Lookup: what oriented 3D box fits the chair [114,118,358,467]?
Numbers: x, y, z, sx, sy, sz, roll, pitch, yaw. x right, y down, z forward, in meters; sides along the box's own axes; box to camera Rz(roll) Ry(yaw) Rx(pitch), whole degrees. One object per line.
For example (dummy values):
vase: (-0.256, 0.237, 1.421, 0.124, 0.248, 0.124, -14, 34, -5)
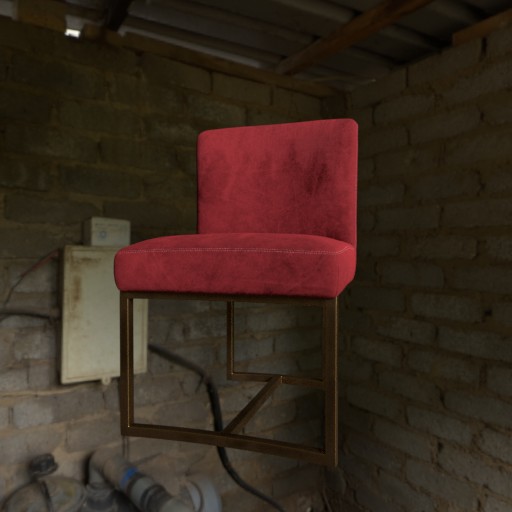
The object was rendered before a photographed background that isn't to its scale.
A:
chair: (0.000, 0.000, 1.187, 0.530, 0.824, 0.560, 0, 1, 18)
